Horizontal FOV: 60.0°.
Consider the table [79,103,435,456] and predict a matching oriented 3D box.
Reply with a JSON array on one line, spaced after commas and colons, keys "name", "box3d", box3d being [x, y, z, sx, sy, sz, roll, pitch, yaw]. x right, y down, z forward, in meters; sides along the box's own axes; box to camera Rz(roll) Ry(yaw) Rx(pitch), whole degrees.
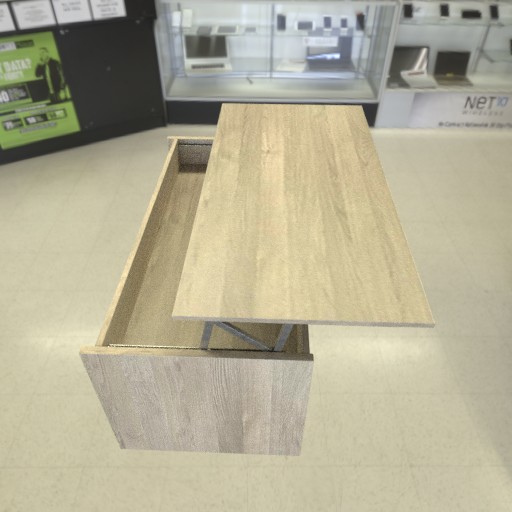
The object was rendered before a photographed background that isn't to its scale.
[{"name": "table", "box3d": [0.000, 0.000, 1.401, 0.712, 0.570, 1.000, 2, 42, 2]}]
